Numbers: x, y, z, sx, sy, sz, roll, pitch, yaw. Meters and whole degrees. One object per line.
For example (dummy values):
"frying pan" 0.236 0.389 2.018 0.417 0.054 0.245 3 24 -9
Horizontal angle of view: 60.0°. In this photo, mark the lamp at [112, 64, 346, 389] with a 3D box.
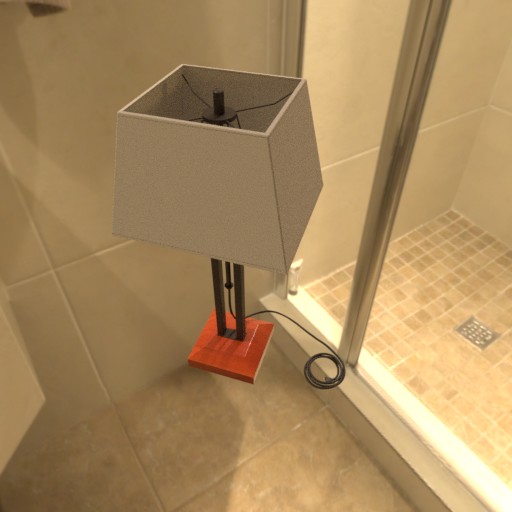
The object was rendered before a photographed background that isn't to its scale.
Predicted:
"lamp" 0.000 0.000 0.998 0.498 0.737 0.310 13 43 14
